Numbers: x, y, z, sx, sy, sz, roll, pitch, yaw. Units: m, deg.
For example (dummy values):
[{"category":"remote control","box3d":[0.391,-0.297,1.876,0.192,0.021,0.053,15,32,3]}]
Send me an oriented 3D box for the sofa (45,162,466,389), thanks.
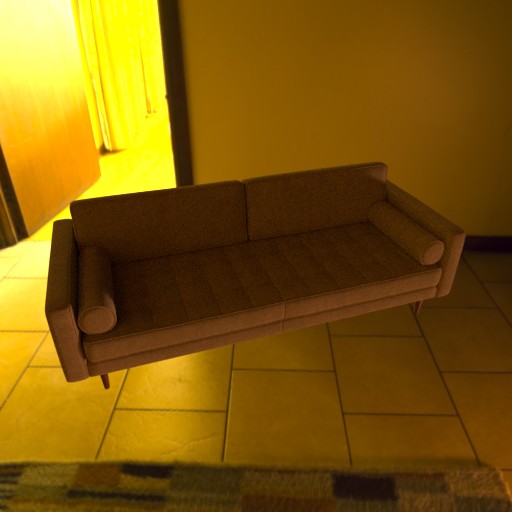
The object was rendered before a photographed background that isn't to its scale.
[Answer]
[{"category":"sofa","box3d":[0.000,0.000,2.603,2.200,0.770,0.919,-10,33,-16]}]
